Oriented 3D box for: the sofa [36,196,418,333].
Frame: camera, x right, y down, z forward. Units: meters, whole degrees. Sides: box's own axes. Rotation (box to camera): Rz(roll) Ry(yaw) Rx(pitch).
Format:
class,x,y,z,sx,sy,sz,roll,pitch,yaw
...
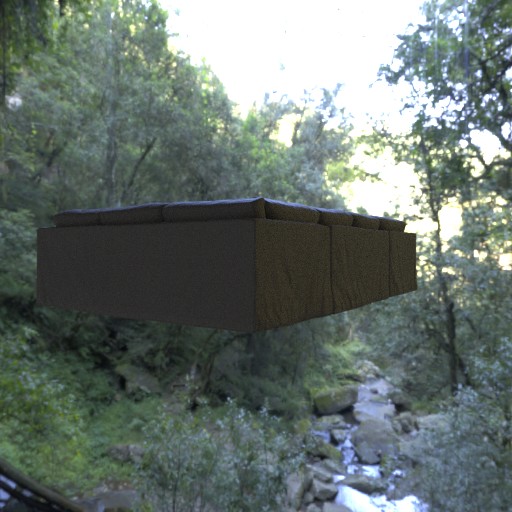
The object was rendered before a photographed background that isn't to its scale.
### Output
class,x,y,z,sx,sy,sz,roll,pitch,yaw
sofa,0.000,0.000,4.716,2.476,0.878,3.528,1,1,35
